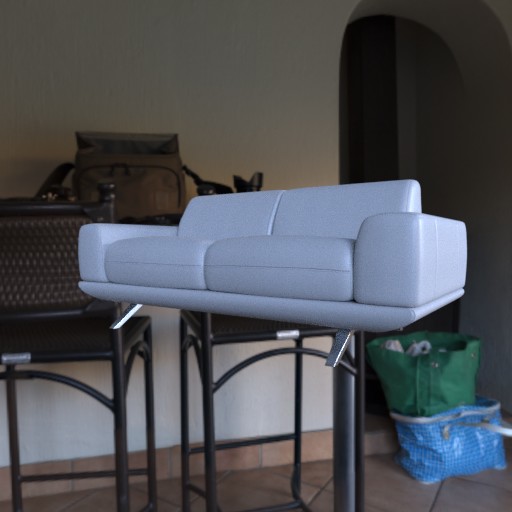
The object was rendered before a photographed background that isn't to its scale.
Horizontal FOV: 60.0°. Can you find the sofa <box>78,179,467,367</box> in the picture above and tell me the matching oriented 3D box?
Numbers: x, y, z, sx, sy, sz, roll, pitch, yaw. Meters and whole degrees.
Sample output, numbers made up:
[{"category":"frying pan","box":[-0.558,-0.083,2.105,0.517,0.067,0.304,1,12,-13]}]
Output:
[{"category":"sofa","box":[0.000,0.000,2.337,1.901,0.772,0.900,1,2,35]}]
